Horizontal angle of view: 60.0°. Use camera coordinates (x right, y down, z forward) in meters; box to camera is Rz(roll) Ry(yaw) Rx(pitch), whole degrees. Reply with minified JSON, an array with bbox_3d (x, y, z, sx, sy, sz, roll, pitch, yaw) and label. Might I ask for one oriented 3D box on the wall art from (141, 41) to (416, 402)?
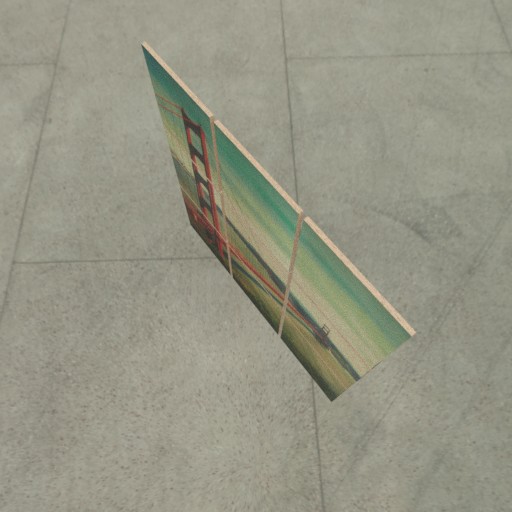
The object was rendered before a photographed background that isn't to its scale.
[{"bbox_3d":[0.000,0.000,1.343,0.012,0.910,0.917,-34,70,-15],"label":"wall art"}]
